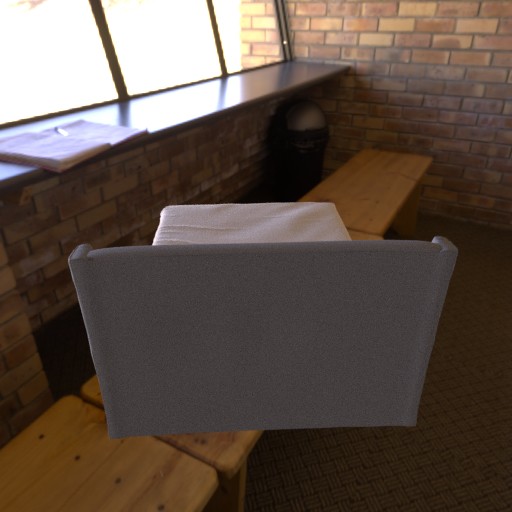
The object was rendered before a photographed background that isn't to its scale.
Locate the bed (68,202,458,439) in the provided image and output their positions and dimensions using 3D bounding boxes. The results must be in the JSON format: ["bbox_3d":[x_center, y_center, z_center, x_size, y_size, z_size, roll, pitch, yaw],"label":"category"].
[{"bbox_3d":[0.000,0.000,3.430,1.925,1.332,2.276,-1,30,-2],"label":"bed"}]
